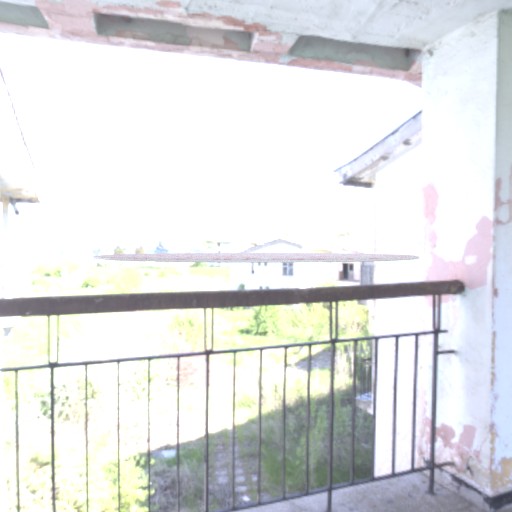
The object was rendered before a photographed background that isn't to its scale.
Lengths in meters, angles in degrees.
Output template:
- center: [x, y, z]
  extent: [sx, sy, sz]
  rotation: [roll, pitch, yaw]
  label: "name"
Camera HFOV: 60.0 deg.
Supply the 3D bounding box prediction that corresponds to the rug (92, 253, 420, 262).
- center: [0.000, 0.000, 2.299]
  extent: [1.593, 0.012, 1.593]
  rotation: [0, 1, 0]
  label: "rug"
